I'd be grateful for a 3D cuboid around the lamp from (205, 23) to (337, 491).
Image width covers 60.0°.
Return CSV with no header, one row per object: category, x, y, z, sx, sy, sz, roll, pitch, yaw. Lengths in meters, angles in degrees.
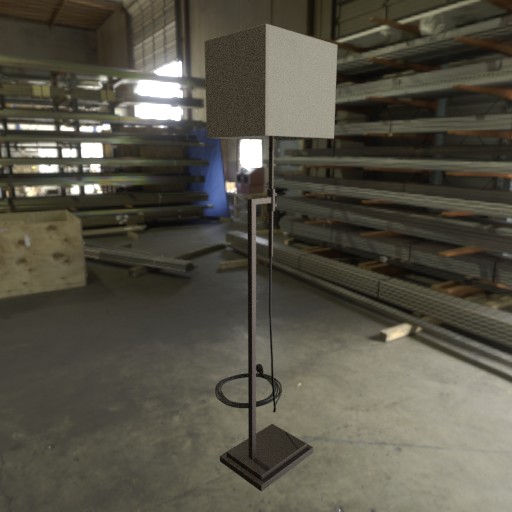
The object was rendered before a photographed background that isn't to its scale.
lamp,0.000,0.000,1.952,0.774,1.600,0.698,12,18,44
